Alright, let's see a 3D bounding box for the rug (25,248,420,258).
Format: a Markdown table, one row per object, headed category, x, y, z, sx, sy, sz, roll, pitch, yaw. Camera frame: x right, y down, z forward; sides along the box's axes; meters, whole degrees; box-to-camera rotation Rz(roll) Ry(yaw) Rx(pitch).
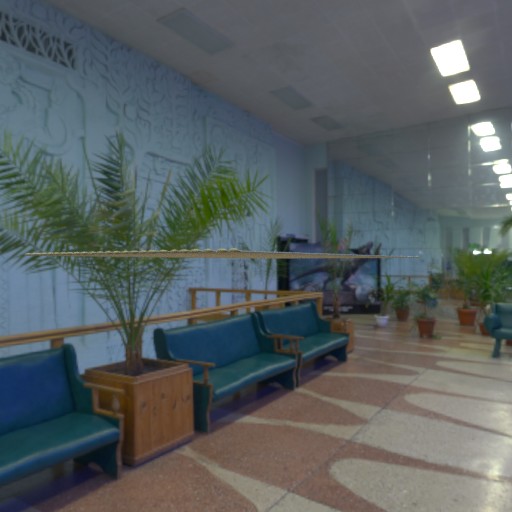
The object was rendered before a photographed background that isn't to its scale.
| category | x | y | z | sx | sy | sz | roll | pitch | yaw |
| --- | --- | --- | --- | --- | --- | --- | --- | --- | --- |
| rug | 0.000 | 0.000 | 3.067 | 1.540 | 0.018 | 2.435 | -1 | -1 | 36 |
